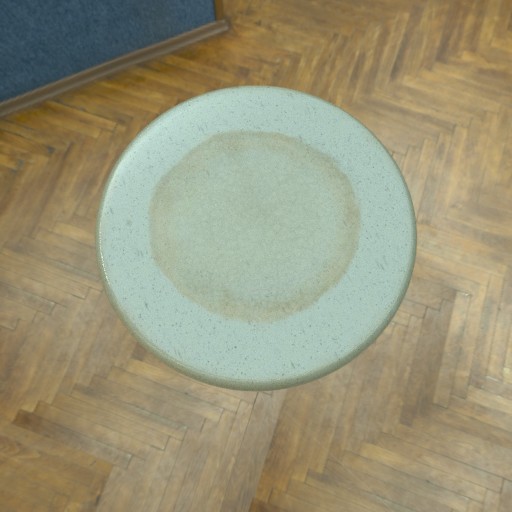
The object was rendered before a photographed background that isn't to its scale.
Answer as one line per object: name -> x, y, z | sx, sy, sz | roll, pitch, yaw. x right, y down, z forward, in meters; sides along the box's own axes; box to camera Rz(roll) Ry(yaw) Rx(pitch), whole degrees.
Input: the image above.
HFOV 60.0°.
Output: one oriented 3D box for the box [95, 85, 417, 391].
box -> 0.000, 0.000, 0.266 | 0.154, 0.123, 0.154 | 0, 74, 0
